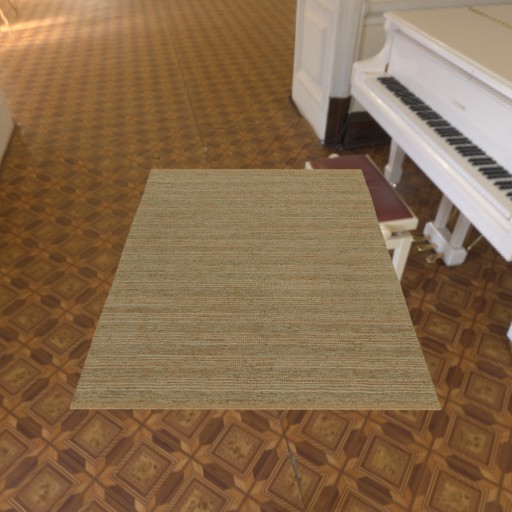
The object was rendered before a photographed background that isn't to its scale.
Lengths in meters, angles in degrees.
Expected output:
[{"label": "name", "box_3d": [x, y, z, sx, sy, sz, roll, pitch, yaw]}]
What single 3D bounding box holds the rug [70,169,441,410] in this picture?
[{"label": "rug", "box_3d": [0.000, 0.000, 4.057, 2.471, 0.012, 3.034, 0, 42, 0]}]
